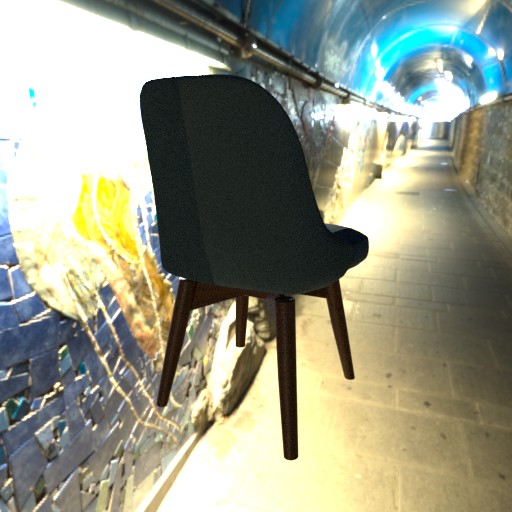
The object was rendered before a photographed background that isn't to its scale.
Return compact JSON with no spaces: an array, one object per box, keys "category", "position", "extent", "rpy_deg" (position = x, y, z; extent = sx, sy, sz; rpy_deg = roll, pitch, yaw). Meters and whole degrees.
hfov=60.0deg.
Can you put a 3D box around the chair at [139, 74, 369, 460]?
[{"category":"chair","position":[0.000,0.000,1.233],"extent":[0.503,0.882,0.589],"rpy_deg":[9,19,30]}]
